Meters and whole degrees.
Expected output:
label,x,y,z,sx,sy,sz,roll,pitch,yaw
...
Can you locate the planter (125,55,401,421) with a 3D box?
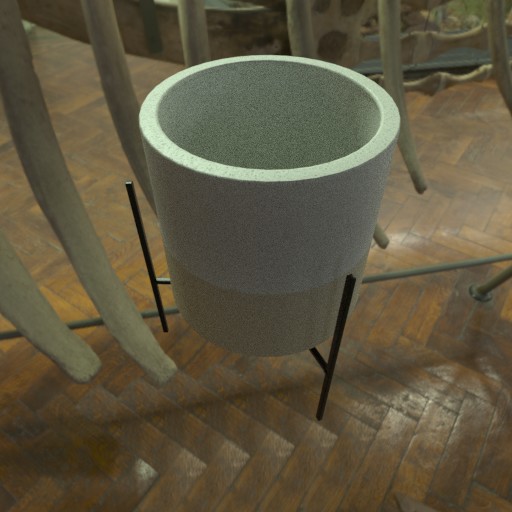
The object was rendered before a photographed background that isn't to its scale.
label,x,y,z,sx,sy,sz,roll,pitch,yaw
planter,0.000,0.000,0.522,0.267,0.362,0.263,-7,46,-7
